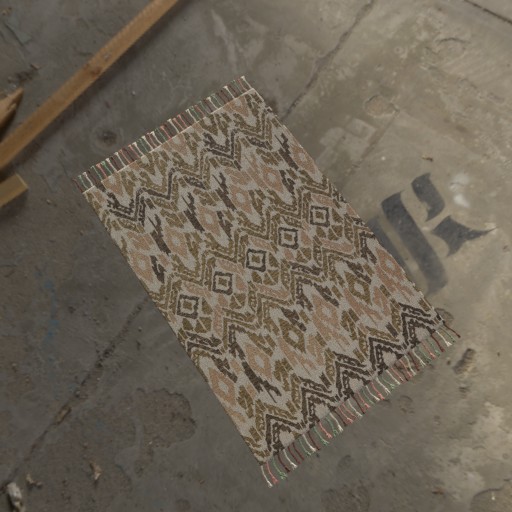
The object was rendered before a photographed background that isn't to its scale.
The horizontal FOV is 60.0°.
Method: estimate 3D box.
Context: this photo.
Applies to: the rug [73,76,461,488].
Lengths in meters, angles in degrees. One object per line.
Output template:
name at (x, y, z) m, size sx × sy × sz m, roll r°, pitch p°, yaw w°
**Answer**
rug at (0.000, 0.000, 2.994) m, size 1.524 × 0.008 × 2.438 m, roll -35°, pitch 78°, yaw -9°
